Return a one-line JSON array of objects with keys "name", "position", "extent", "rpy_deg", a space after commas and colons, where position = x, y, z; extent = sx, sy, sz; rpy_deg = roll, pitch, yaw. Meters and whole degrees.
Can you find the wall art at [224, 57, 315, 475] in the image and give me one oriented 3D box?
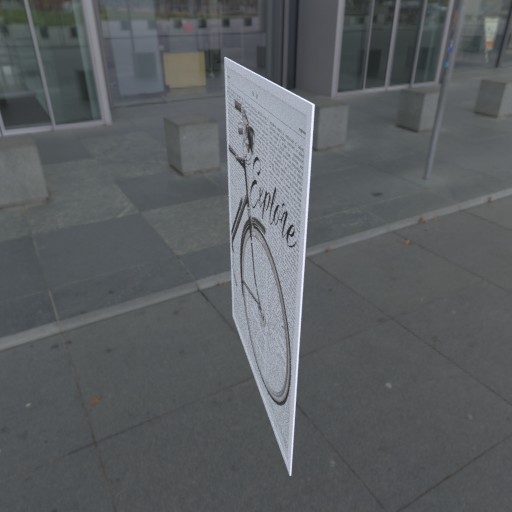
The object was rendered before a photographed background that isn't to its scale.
[{"name": "wall art", "position": [0.000, 0.000, 0.795], "extent": [0.003, 0.610, 0.457], "rpy_deg": [-8, 31, -13]}]
